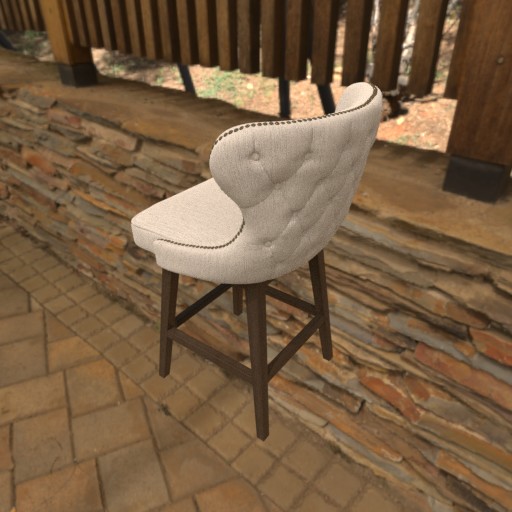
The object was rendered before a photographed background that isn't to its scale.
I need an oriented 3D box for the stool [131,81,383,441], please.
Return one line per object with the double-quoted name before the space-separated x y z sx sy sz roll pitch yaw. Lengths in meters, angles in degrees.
"stool" 0.000 0.000 1.350 0.597 0.972 0.615 21 38 30
